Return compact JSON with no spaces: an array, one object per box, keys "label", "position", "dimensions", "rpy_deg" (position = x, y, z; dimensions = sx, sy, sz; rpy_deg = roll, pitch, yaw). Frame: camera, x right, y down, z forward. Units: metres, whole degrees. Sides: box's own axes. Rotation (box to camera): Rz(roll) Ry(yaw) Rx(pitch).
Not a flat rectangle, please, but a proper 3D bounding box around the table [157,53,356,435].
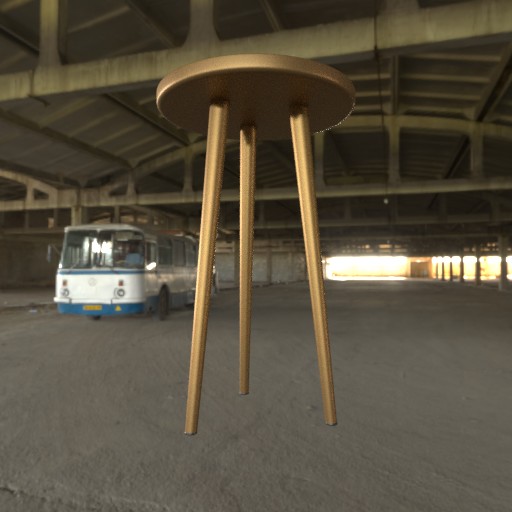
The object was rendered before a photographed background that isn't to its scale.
[{"label":"table","position":[0.000,0.000,0.676],"dimensions":[0.299,0.480,0.299],"rpy_deg":[-1,-2,17]}]
